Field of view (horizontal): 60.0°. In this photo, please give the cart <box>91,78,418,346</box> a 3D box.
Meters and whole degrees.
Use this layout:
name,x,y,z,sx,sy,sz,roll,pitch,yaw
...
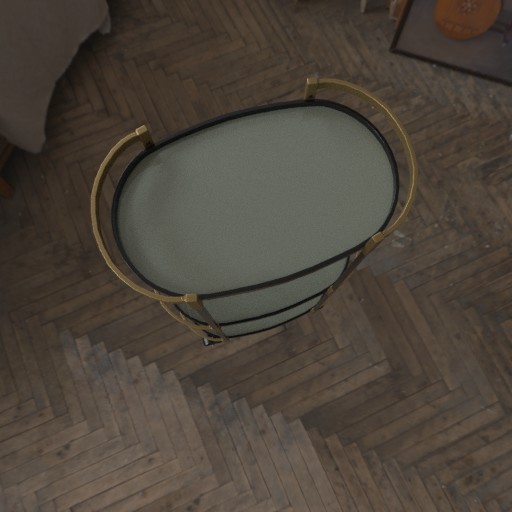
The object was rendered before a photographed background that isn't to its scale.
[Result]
name,x,y,z,sx,sy,sz,roll,pitch,yaw
cart,0.000,0.000,1.112,0.515,0.885,0.311,-18,76,-5
